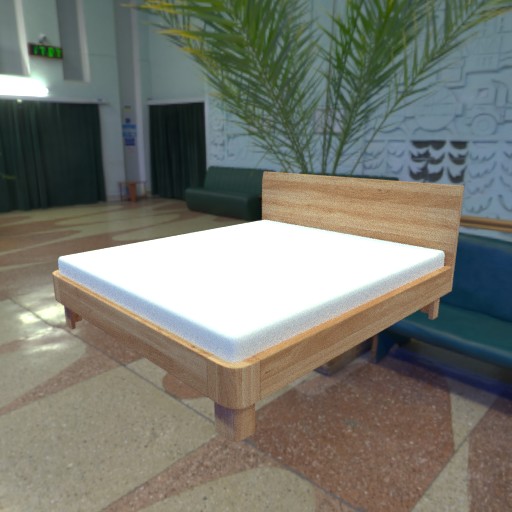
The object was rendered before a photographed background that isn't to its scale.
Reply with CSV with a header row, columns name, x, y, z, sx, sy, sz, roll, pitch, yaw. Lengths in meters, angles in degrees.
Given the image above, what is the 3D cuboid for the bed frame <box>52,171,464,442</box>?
name,x,y,z,sx,sy,sz,roll,pitch,yaw
bed frame,0.000,0.000,3.034,2.092,0.940,1.872,-14,21,-43
